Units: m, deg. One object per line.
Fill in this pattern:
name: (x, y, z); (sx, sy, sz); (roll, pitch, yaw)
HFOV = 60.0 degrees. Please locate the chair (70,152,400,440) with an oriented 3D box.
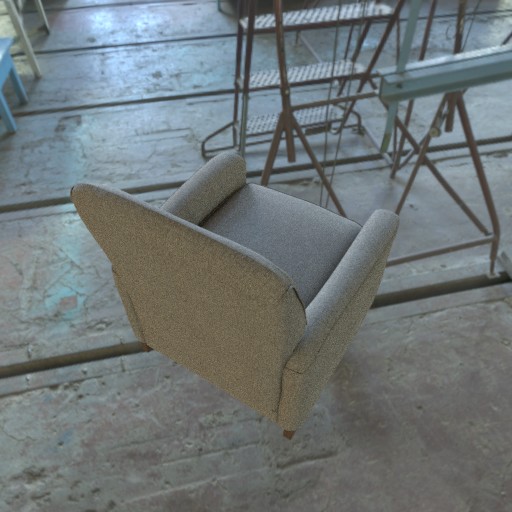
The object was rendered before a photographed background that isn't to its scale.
chair: (0.000, 0.000, 1.651); (0.848, 1.014, 0.864); (25, 52, 21)
